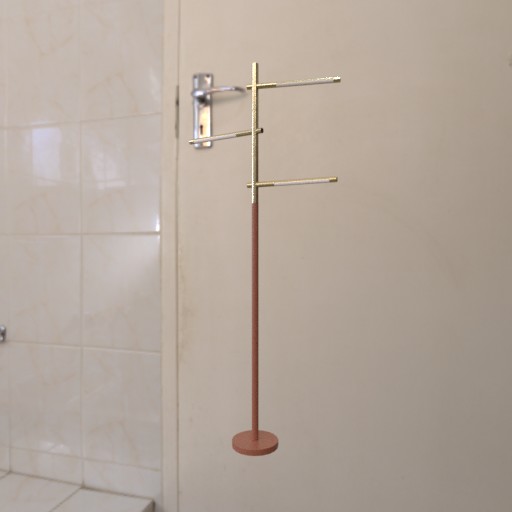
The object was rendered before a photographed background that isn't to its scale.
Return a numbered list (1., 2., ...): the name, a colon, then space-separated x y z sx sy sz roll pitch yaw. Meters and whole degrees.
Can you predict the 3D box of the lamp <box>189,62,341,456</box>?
1. lamp: 0.000 0.000 1.979 0.737 1.704 0.209 0 1 18
